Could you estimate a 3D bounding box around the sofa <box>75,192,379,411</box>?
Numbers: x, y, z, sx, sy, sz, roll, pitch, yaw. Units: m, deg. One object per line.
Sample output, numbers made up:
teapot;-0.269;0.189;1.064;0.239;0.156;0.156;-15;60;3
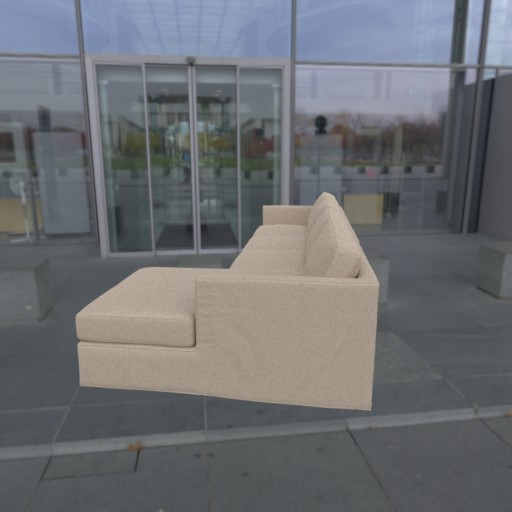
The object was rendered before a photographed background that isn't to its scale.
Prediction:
sofa;0.000;0.000;3.818;1.622;0.867;3.177;2;13;7
